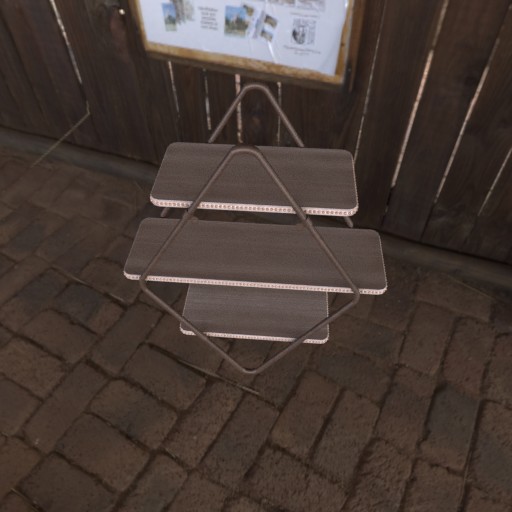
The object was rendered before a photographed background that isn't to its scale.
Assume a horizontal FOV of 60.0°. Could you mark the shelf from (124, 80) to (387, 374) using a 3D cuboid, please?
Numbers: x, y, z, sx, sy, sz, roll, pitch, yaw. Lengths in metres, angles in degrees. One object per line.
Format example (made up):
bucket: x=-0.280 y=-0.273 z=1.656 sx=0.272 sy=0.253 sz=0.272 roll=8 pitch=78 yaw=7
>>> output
shelf: x=0.000 y=0.000 z=1.077 sx=0.609 sy=0.774 sz=0.234 roll=3 pitch=48 yaw=3
